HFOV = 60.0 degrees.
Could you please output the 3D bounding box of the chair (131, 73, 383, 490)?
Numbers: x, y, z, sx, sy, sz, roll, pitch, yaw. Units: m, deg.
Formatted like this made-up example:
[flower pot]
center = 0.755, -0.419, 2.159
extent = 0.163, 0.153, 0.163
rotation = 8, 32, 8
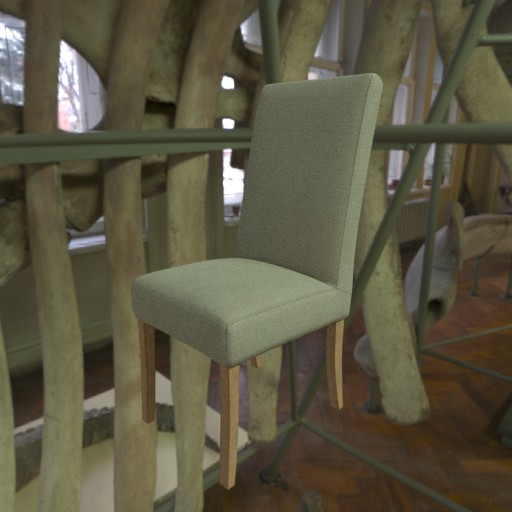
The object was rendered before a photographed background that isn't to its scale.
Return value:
[chair]
center = 0.000, 0.000, 1.328
extent = 0.611, 1.033, 0.450
rotation = -15, 21, -43
